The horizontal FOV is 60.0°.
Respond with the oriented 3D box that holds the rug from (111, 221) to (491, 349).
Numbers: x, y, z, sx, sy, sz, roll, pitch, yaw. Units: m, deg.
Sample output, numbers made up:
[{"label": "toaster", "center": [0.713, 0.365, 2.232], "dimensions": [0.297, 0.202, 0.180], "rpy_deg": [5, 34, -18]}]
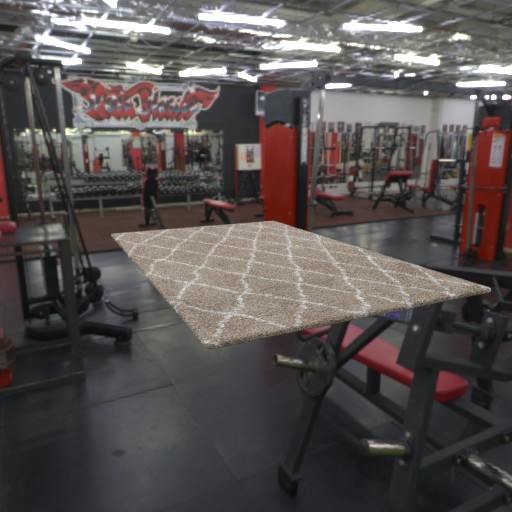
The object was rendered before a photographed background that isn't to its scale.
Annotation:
[{"label": "rug", "center": [0.000, 0.000, 3.437], "dimensions": [1.778, 0.030, 2.743], "rpy_deg": [-7, 15, -25]}]
